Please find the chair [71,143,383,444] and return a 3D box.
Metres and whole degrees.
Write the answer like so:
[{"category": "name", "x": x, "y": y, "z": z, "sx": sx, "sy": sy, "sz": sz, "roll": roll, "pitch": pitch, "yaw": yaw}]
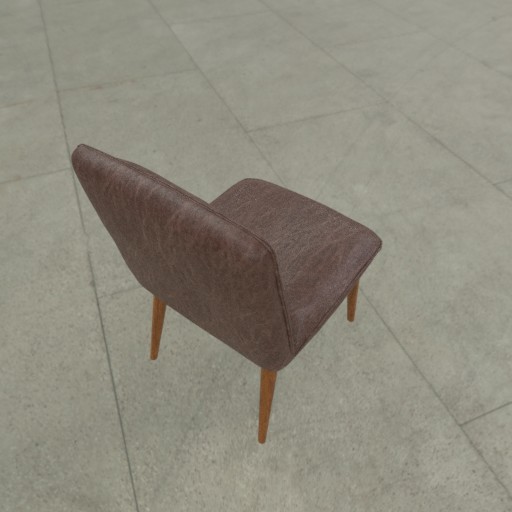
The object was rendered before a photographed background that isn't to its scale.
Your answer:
[{"category": "chair", "x": 0.000, "y": 0.000, "z": 1.203, "sx": 0.543, "sy": 0.803, "sz": 0.645, "roll": 25, "pitch": 51, "yaw": 22}]
